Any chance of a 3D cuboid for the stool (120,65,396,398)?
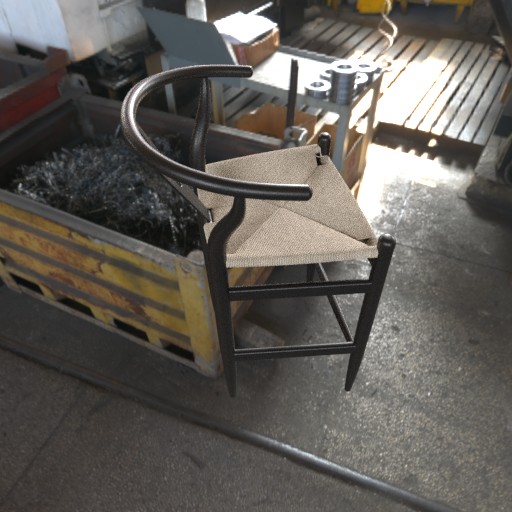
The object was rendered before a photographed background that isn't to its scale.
[{"bbox_3d":[0.000,0.000,1.301,0.579,0.970,0.569,-9,46,-8],"label":"stool"}]
